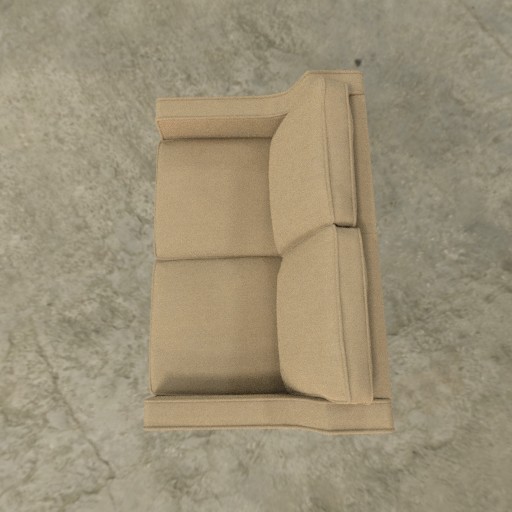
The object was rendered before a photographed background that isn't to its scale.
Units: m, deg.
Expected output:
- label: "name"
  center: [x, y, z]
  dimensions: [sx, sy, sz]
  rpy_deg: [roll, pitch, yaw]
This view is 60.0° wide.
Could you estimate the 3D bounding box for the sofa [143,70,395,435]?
- label: "sofa"
  center: [0.000, 0.000, 2.101]
  dimensions: [0.987, 0.971, 1.501]
  rpy_deg: [-1, 76, 0]
